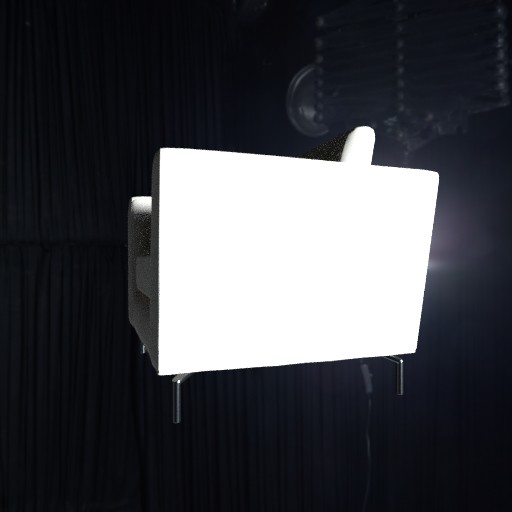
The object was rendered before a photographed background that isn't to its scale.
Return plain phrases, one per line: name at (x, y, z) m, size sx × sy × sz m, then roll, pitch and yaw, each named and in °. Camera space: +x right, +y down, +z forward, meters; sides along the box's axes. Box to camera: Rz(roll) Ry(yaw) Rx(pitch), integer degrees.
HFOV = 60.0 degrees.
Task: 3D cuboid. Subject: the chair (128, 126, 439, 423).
chair at (0.000, 0.000, 1.703) m, size 0.889 × 0.865 × 1.041 m, roll 0°, pitch 0°, yaw -20°
